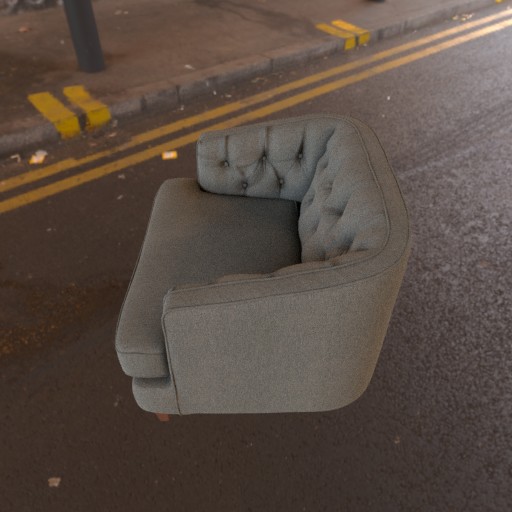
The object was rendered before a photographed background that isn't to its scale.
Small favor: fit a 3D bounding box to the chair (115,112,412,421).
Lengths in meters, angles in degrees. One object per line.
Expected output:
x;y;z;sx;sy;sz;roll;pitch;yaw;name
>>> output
0.000;0.000;1.797;0.945;0.852;1.094;0;42;0;chair
